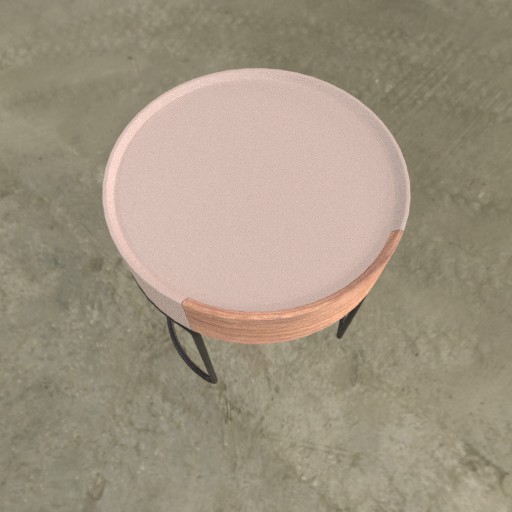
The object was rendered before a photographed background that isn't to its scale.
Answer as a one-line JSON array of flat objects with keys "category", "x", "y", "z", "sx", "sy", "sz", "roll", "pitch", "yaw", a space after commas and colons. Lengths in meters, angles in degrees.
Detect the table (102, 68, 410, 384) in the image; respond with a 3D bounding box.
[{"category": "table", "x": 0.000, "y": 0.000, "z": 0.886, "sx": 0.450, "sy": 0.530, "sz": 0.450, "roll": 0, "pitch": 63, "yaw": 0}]
